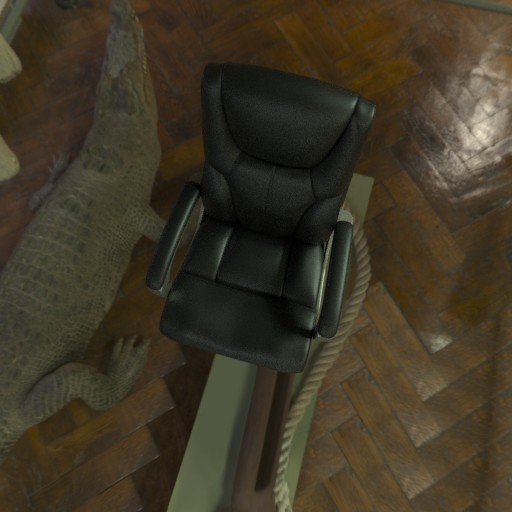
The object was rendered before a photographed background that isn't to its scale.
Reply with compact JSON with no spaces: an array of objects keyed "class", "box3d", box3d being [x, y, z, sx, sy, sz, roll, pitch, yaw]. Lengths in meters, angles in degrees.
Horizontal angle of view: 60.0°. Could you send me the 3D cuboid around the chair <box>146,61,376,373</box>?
[{"class":"chair","box3d":[0.000,0.000,1.612,0.663,1.155,0.739,15,76,4]}]
